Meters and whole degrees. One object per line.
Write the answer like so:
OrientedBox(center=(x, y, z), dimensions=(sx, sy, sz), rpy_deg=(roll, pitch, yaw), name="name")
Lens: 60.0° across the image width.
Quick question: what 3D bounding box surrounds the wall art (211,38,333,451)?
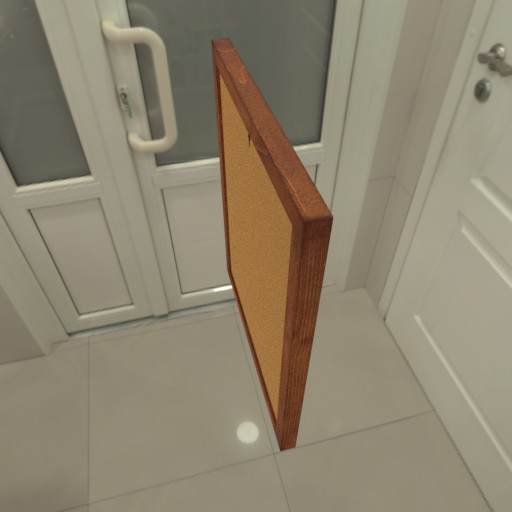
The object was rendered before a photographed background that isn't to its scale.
OrientedBox(center=(0.000, 0.000, 0.766), dimensions=(0.030, 0.558, 0.462), rpy_deg=(-11, 47, -10), name="wall art")
